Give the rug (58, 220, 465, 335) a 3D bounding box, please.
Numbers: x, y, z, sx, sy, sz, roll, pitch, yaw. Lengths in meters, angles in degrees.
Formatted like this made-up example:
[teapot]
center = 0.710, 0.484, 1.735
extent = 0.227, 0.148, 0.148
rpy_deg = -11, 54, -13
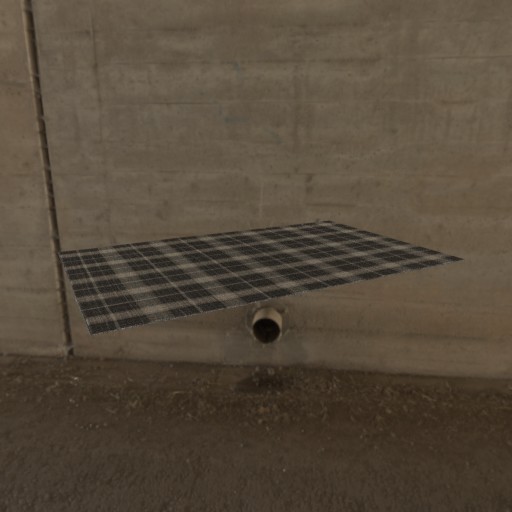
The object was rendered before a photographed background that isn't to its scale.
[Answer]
[rug]
center = 0.000, 0.000, 3.105
extent = 2.434, 0.015, 1.520
rpy_deg = -8, 18, -27
